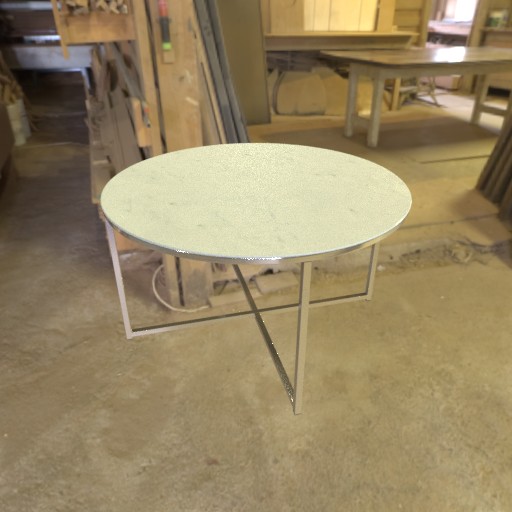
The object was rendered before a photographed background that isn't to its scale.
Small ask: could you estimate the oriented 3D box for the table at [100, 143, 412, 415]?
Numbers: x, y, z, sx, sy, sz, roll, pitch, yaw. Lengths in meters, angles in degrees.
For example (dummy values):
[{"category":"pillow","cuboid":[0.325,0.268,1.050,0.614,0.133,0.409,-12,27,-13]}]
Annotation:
[{"category":"table","cuboid":[0.000,0.000,1.301,0.800,0.450,0.800,0,29,0]}]
